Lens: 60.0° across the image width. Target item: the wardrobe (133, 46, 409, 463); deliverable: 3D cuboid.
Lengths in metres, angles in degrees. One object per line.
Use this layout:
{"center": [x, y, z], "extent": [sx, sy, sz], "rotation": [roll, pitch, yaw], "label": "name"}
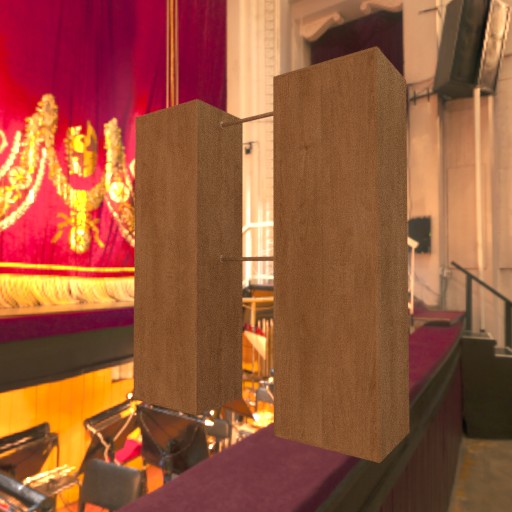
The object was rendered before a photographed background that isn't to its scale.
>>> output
{"center": [0.000, 0.000, 2.830], "extent": [1.770, 2.000, 0.480], "rotation": [-1, -2, 35], "label": "wardrobe"}
